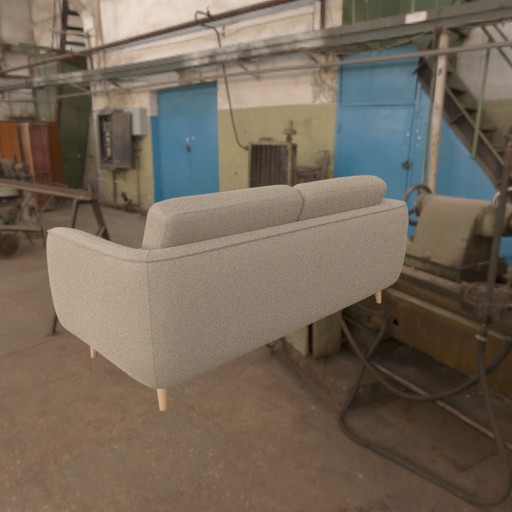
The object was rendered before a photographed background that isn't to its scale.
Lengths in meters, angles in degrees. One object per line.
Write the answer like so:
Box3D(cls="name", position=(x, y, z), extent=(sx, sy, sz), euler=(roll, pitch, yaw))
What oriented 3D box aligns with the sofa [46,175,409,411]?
Box3D(cls="sofa", position=(0.000, 0.000, 2.480), extent=(2.000, 0.850, 0.920), euler=(-15, 21, -43))
